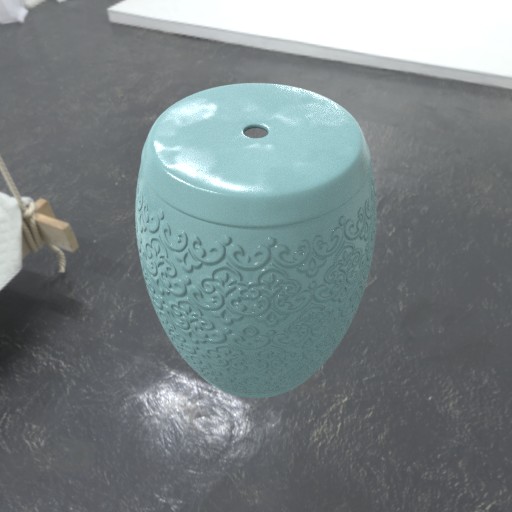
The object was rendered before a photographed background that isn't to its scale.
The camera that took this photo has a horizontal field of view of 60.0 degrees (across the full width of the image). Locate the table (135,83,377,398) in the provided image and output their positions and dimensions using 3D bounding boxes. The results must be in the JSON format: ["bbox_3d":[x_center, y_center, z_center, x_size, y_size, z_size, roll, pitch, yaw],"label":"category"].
[{"bbox_3d":[0.000,0.000,0.622,0.309,0.397,0.309,0,47,0],"label":"table"}]
